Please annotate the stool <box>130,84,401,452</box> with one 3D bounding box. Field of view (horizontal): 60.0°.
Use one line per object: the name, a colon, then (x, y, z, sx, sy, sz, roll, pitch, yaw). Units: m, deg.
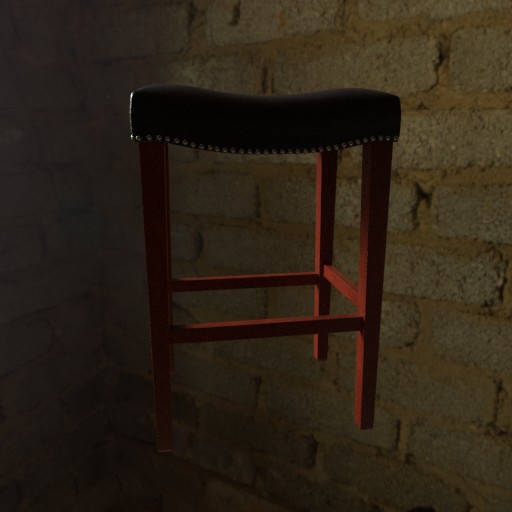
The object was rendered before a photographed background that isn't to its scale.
stool: (0.000, 0.000, 1.047, 0.504, 0.742, 0.372, -2, 15, -9)
